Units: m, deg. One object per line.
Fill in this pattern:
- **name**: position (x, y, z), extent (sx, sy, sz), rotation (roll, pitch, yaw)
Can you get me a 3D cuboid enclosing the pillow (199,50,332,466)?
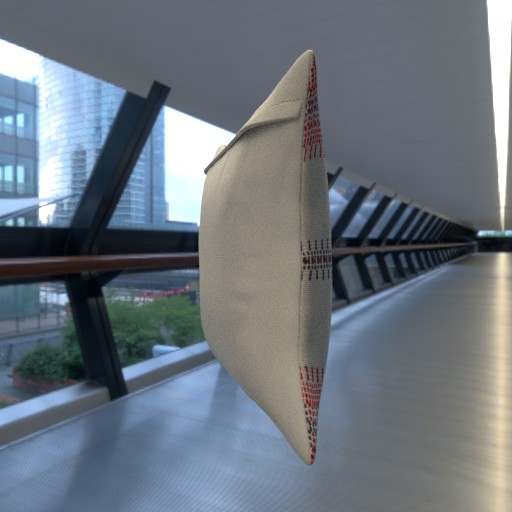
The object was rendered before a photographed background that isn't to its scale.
- **pillow**: position (0.000, 0.000, 0.704), extent (0.160, 0.454, 0.463), rotation (0, 0, -17)
